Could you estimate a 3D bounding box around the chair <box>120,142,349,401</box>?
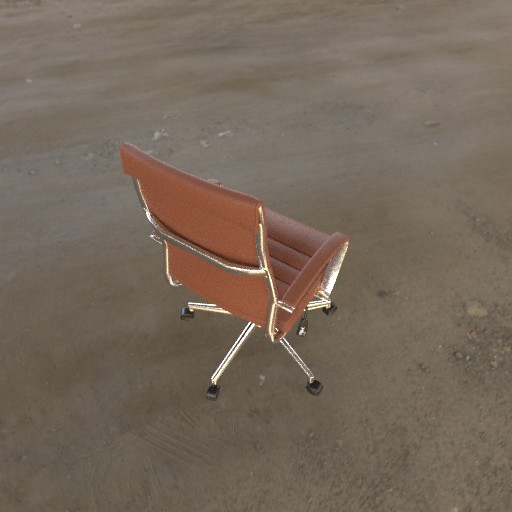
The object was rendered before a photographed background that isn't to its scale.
[{"bbox_3d":[0.000,0.000,1.670,0.766,1.149,0.739,26,52,22],"label":"chair"}]
